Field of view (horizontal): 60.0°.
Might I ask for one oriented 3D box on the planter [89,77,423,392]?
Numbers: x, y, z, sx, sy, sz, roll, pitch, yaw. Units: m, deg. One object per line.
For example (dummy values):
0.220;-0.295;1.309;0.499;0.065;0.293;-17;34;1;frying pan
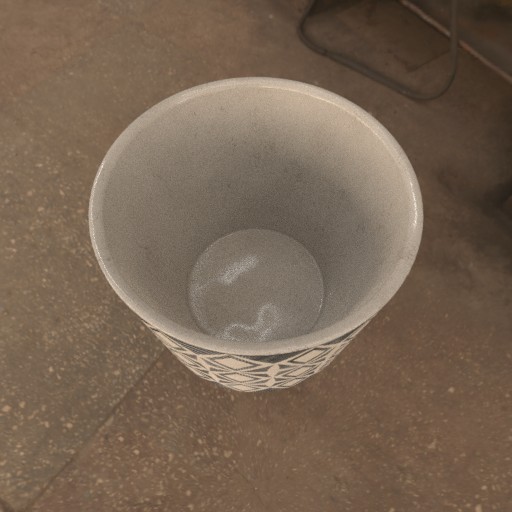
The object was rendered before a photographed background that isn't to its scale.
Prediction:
0.000;0.000;0.446;0.260;0.220;0.260;0;62;0;planter
